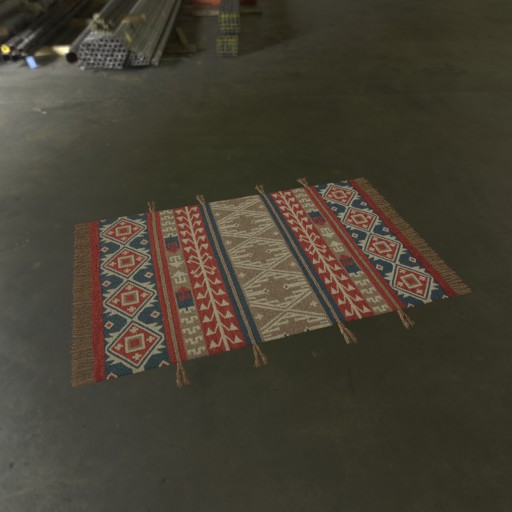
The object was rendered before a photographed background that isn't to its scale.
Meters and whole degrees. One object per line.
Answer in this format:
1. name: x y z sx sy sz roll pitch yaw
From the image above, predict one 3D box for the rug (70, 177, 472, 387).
1. rug: 0.000 0.000 3.080 2.450 0.048 1.778 -11 41 -13
